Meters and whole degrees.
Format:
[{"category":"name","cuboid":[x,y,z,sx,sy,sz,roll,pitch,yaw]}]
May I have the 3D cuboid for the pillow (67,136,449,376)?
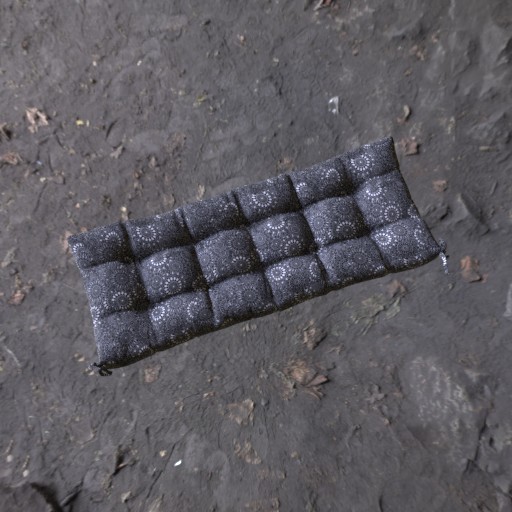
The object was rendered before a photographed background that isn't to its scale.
[{"category":"pillow","cuboid":[0.000,0.000,1.419,1.194,0.174,0.511,-18,76,-5]}]
